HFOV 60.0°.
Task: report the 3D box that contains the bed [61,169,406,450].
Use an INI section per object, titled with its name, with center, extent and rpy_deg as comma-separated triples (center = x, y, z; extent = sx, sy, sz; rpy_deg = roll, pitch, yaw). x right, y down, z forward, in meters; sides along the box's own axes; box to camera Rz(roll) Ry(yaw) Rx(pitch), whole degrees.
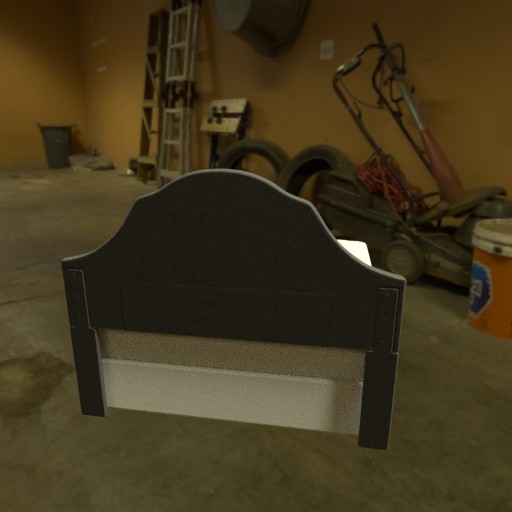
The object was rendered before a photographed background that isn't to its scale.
[bed]
center = 0.000, 0.000, 3.562
extent = 2.008, 1.615, 2.214
rpy_deg = 3, 18, 9
